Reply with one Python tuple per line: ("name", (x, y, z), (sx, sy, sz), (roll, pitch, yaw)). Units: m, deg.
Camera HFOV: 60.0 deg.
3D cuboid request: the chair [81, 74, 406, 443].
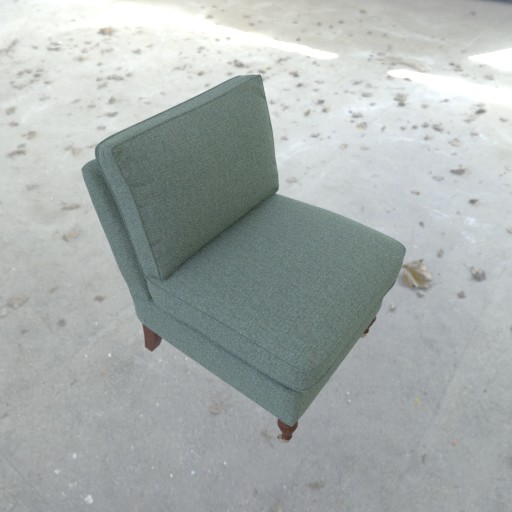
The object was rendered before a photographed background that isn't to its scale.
("chair", (0.000, 0.000, 1.436), (0.796, 0.901, 0.624), (27, 49, 27))
